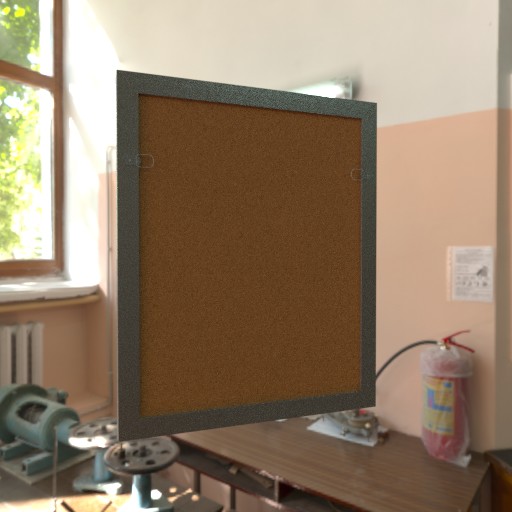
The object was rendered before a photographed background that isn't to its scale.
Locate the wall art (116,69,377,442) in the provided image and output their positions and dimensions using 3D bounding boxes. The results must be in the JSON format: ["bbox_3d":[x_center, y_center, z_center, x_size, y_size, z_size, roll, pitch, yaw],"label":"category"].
[{"bbox_3d":[0.000,0.000,0.515,0.308,0.379,0.030,0,1,-19],"label":"wall art"}]
